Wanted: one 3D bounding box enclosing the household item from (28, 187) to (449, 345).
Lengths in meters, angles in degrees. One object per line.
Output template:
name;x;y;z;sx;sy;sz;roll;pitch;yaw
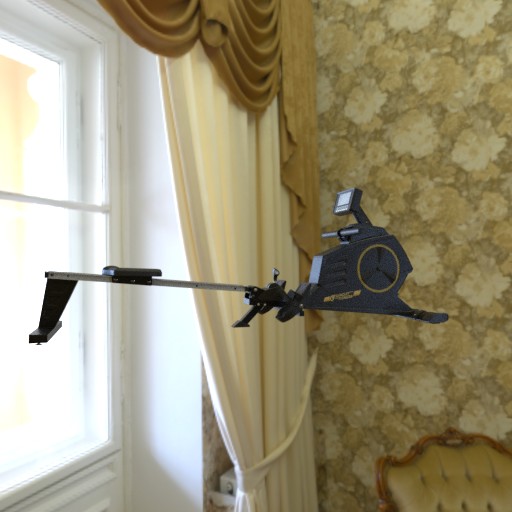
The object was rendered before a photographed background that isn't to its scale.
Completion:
household item;0.000;0.000;2.531;2.251;0.810;0.521;0;-1;-17
